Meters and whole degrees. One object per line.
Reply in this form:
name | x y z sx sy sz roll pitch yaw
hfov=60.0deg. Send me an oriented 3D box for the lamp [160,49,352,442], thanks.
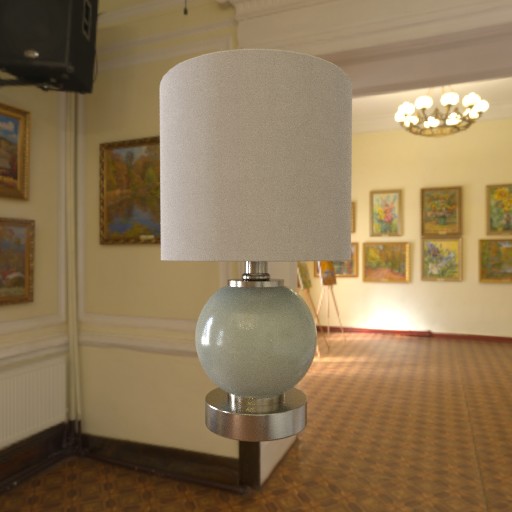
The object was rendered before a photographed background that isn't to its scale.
lamp | 0.000 0.000 0.475 0.201 0.353 0.201 0 0 35
